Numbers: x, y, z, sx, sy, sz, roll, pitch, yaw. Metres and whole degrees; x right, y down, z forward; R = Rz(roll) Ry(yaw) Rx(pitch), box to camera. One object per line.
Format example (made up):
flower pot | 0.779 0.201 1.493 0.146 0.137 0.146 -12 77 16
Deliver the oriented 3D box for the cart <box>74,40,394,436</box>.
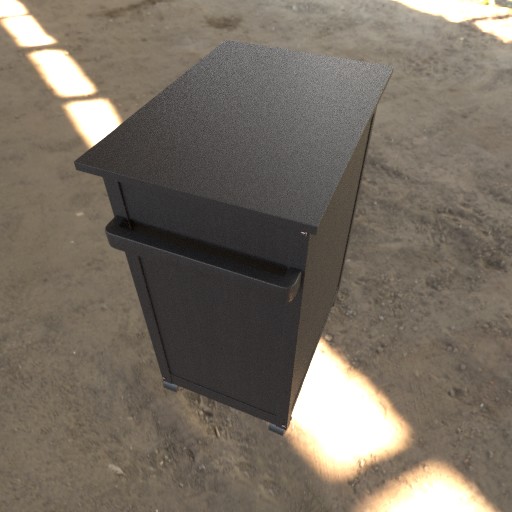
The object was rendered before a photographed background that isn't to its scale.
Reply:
cart | 0.000 0.000 1.243 0.456 0.879 0.660 17 48 16
